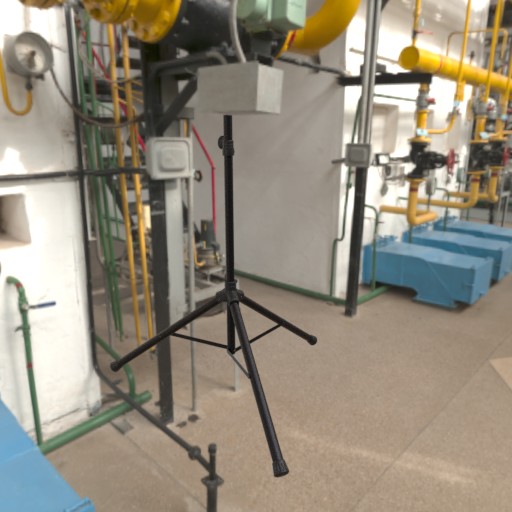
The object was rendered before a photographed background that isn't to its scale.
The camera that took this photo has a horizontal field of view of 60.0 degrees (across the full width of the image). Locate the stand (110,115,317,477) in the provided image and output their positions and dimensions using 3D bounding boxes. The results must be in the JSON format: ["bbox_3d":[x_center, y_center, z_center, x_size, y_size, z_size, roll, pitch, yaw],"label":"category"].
[{"bbox_3d":[0.000,0.000,1.890,1.045,1.136,0.907,14,20,42],"label":"stand"}]
